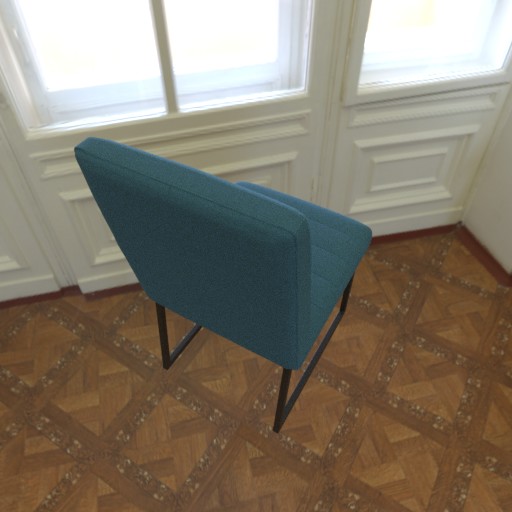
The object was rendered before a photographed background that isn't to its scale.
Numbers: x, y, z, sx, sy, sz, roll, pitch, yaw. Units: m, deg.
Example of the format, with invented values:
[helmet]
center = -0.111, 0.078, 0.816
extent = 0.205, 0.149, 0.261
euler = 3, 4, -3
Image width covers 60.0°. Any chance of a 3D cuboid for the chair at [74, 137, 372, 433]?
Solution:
[chair]
center = 0.000, 0.000, 1.306
extent = 0.520, 0.930, 0.634
euler = 23, 50, 20
